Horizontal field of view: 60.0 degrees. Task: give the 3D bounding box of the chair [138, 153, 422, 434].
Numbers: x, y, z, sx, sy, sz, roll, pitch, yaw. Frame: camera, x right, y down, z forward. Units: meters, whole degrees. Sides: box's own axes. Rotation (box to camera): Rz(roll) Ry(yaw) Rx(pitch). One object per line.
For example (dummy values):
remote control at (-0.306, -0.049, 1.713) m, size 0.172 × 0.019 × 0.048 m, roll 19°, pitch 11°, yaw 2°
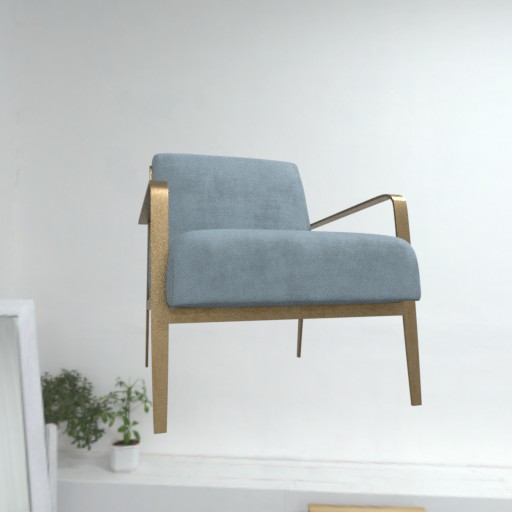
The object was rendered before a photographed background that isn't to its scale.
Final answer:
chair at (0.000, 0.000, 1.417) m, size 0.701 × 0.824 × 0.842 m, roll 1°, pitch -2°, yaw -17°
